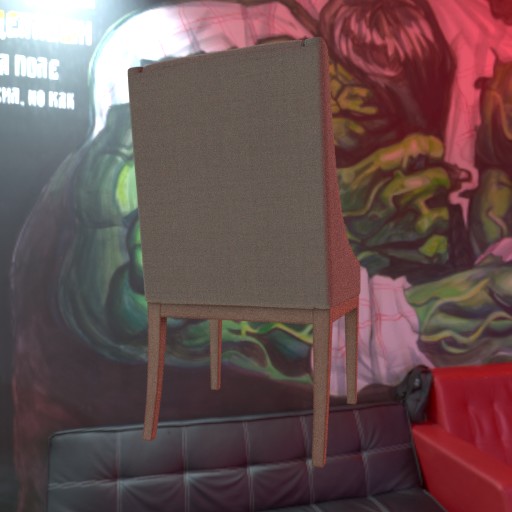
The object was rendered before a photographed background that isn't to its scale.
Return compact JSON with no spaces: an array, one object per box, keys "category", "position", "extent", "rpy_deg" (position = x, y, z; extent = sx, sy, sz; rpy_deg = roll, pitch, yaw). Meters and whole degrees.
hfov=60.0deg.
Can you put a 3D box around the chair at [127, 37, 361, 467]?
[{"category":"chair","position":[0.000,0.000,1.372],"extent":[0.575,1.021,0.611],"rpy_deg":[0,0,19]}]
